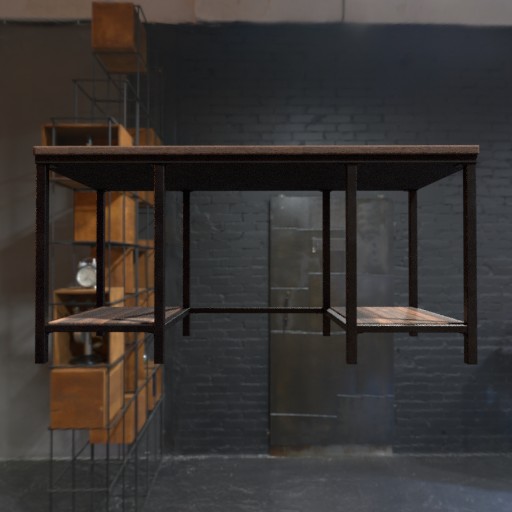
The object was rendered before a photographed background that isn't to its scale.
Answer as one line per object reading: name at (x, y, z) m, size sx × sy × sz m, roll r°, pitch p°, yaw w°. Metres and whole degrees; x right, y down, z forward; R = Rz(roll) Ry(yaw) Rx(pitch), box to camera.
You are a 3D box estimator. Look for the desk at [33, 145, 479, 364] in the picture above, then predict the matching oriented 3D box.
desk at (0.000, 0.000, 1.833) m, size 1.538 × 0.753 × 0.617 m, roll 0°, pitch -1°, yaw 0°
